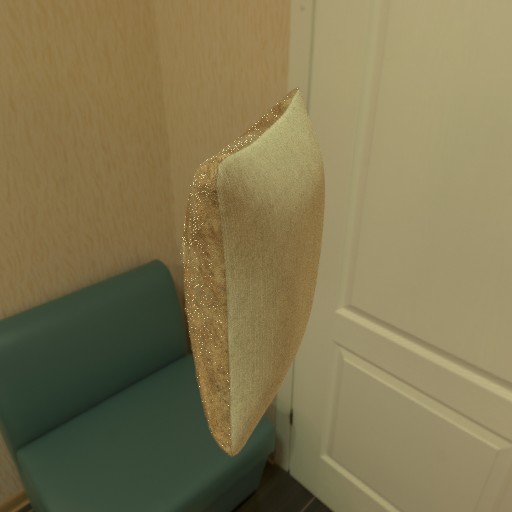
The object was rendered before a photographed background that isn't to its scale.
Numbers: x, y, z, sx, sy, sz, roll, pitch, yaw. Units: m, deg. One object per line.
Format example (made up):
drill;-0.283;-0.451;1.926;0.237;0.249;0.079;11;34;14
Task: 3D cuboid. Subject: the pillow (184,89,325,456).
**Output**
pillow;0.000;0.000;0.822;0.216;0.525;0.538;8;30;14
